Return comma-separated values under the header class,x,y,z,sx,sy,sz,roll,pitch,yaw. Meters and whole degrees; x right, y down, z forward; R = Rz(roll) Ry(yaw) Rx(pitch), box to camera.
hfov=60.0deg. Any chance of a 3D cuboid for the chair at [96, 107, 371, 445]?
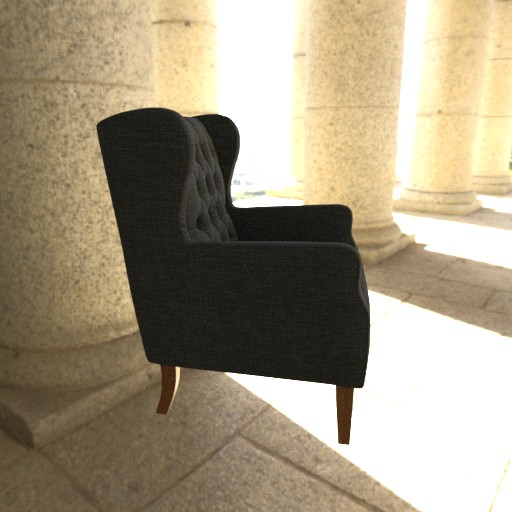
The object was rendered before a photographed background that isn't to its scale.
class,x,y,z,sx,sy,sz,roll,pitch,yaw
chair,0.000,0.000,1.530,0.775,0.953,0.711,3,16,9
